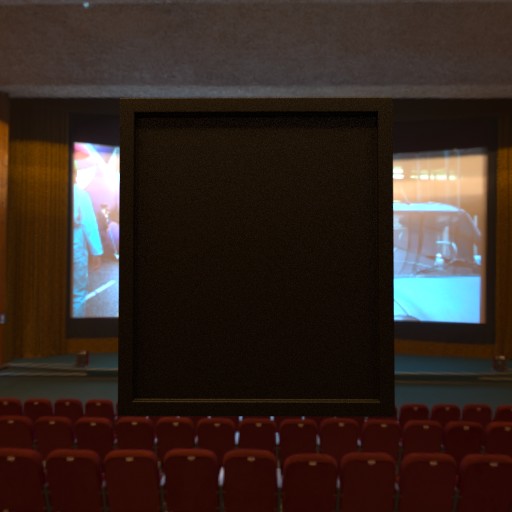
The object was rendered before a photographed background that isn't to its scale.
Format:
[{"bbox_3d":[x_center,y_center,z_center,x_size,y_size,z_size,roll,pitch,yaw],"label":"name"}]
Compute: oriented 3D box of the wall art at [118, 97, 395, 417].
[{"bbox_3d":[0.000,0.000,0.542,0.328,0.381,0.028,0,-1,0],"label":"wall art"}]
